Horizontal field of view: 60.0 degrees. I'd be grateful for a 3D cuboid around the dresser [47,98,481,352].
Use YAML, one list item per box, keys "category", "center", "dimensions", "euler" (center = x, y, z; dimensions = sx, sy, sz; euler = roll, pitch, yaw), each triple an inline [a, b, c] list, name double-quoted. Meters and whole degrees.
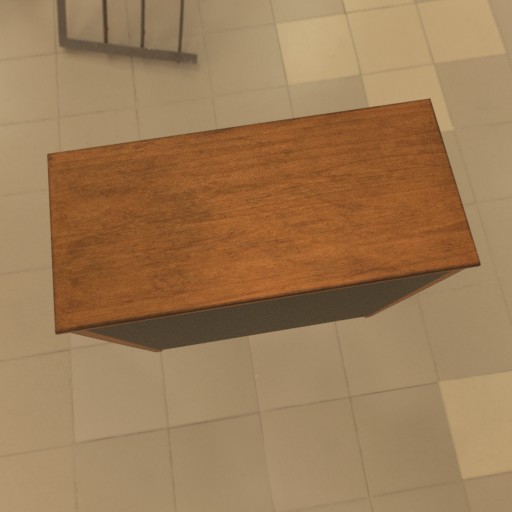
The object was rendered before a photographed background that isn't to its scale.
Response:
- category: "dresser"
  center: [0.000, 0.000, 1.939]
  dimensions: [1.250, 1.224, 0.591]
  euler: [-9, 75, -2]
